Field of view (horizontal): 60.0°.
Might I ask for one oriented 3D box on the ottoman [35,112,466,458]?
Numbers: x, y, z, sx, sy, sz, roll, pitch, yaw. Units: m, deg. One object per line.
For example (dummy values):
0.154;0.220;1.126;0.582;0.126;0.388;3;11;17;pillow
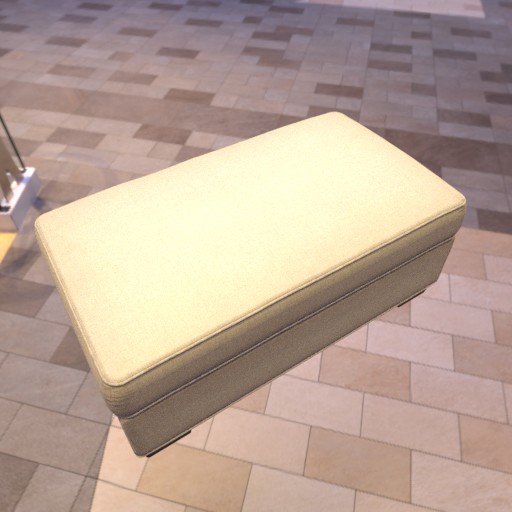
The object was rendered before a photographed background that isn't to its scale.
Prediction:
0.000;0.000;1.367;1.097;0.461;0.617;-25;52;-21;ottoman
